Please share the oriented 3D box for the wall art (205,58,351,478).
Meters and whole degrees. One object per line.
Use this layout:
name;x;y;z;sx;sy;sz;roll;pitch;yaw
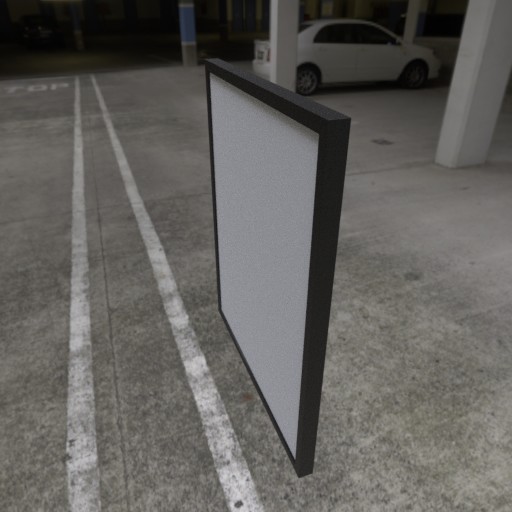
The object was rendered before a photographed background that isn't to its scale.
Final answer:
wall art;0.000;0.000;0.530;0.018;0.397;0.325;-11;33;-17
